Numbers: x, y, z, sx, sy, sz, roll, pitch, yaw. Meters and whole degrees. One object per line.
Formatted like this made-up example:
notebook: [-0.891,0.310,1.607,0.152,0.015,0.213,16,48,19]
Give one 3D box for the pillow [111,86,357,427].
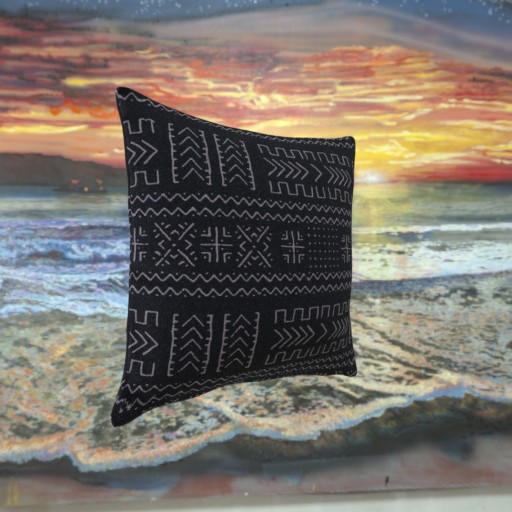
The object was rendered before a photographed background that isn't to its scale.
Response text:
pillow: [0.000,0.000,0.670,0.438,0.430,0.164,0,0,-36]
